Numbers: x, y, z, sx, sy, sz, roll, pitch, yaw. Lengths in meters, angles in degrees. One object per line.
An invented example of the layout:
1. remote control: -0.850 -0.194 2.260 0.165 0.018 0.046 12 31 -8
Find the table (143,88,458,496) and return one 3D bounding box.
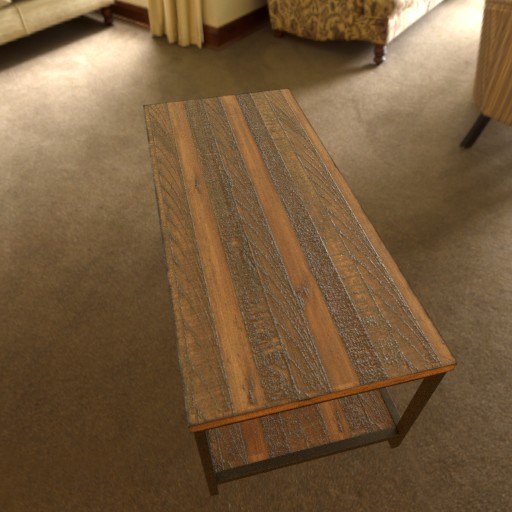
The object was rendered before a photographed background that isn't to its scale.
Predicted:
1. table: 0.000 0.000 1.175 0.452 0.399 0.990 -10 48 -9
